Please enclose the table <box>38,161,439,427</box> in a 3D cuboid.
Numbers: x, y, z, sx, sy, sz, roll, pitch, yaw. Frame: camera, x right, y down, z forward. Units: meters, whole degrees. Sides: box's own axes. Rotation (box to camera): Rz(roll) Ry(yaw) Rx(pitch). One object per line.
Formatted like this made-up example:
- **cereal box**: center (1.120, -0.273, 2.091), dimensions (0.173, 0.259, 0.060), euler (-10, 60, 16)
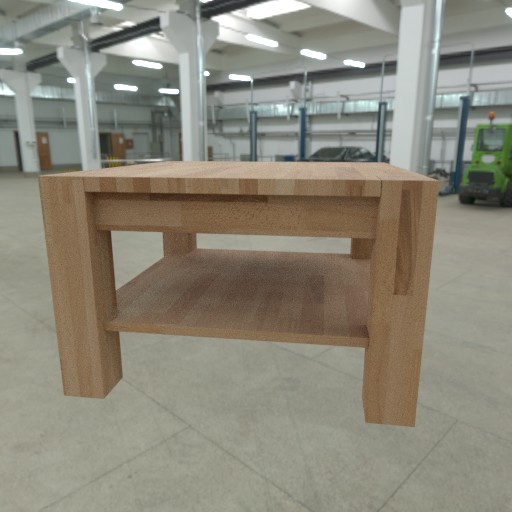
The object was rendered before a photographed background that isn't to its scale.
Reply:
- **table**: center (0.000, 0.000, 1.149), dimensions (0.700, 0.451, 0.700), euler (2, 14, 8)
